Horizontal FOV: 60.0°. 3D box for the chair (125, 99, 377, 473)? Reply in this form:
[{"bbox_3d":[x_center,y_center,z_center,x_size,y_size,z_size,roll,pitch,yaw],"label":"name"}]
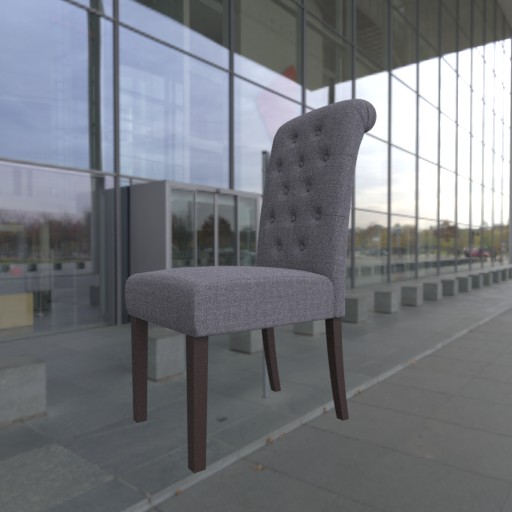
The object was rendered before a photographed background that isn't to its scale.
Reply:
[{"bbox_3d":[0.000,0.000,1.378,0.671,1.006,0.456,-1,1,-36],"label":"chair"}]
